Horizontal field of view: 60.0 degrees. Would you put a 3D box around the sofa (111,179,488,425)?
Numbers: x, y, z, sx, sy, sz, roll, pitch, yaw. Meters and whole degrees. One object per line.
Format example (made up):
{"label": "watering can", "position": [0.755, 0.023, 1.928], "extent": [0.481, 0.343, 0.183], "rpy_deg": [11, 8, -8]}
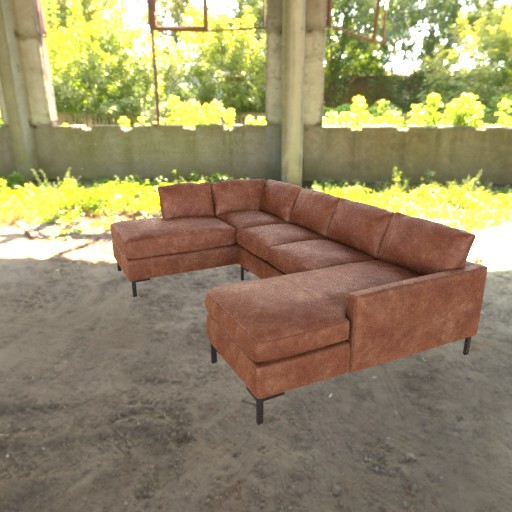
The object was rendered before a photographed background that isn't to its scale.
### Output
{"label": "sofa", "position": [0.000, 0.000, 3.784], "extent": [1.939, 0.900, 2.956], "rpy_deg": [-9, 20, -25]}
